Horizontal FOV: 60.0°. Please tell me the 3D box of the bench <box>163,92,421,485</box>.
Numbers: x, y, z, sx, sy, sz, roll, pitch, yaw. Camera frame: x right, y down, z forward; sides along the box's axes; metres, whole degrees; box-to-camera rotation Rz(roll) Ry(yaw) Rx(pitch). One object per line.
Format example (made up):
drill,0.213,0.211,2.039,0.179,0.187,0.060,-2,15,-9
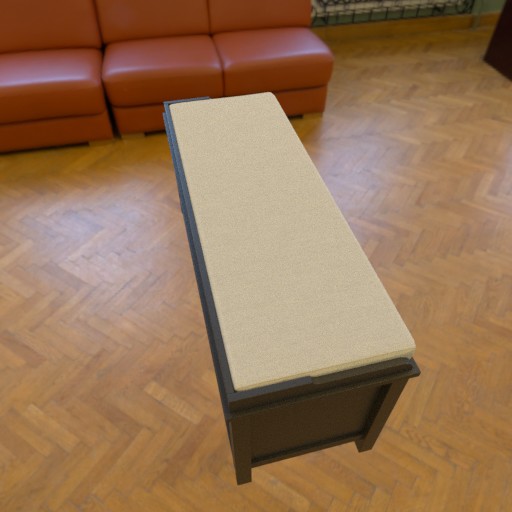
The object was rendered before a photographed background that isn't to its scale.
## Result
bench,0.000,0.000,1.379,0.398,0.501,1.140,-10,48,-9
